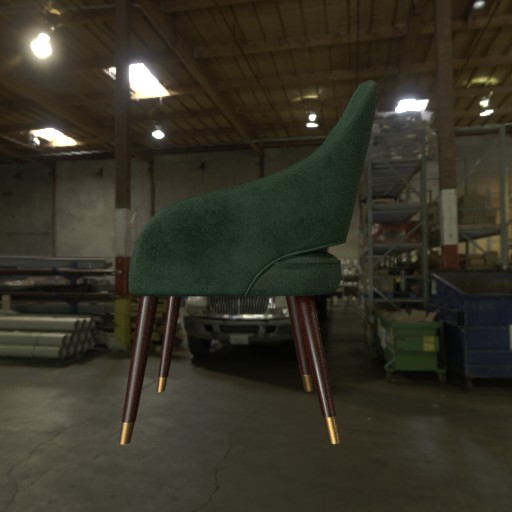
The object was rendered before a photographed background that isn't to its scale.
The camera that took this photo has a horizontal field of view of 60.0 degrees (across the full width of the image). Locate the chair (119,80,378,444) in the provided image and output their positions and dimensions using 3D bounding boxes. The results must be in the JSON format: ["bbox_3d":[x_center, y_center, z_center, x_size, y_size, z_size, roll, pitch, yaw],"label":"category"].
[{"bbox_3d":[0.000,0.000,1.550,0.794,1.081,0.683,0,-1,-1],"label":"chair"}]
